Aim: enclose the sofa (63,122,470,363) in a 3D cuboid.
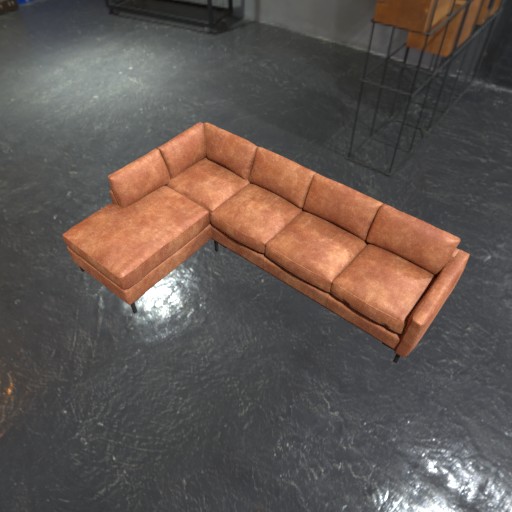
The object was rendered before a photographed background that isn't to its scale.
[{"bbox_3d":[0.000,0.000,3.905,2.984,0.877,1.938,31,54,25],"label":"sofa"}]
